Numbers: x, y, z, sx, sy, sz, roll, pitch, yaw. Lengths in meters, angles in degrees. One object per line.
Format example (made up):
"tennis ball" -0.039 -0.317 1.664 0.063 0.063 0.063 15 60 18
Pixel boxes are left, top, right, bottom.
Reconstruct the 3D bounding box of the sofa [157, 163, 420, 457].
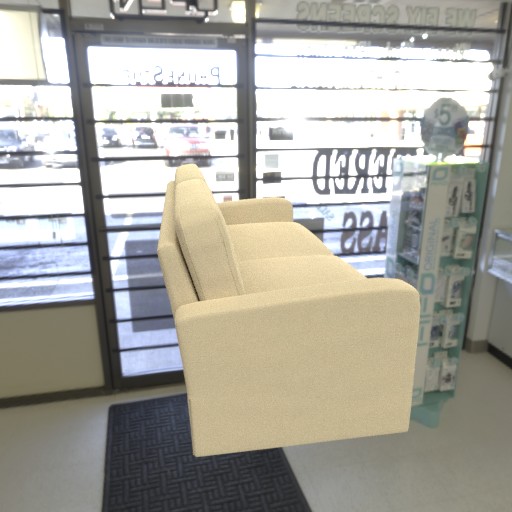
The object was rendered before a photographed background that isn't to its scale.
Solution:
"sofa" 0.000 0.000 2.269 0.894 0.831 1.808 -3 17 -9
